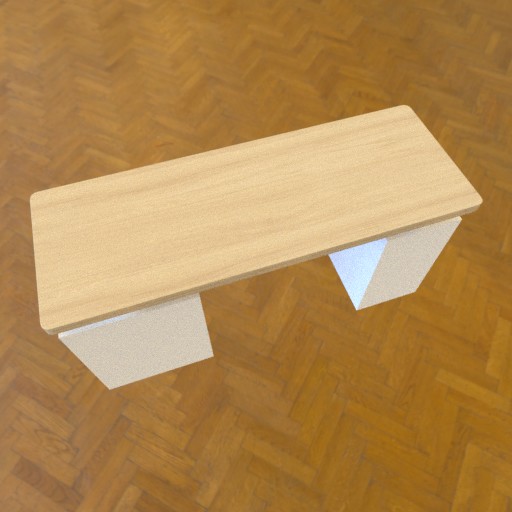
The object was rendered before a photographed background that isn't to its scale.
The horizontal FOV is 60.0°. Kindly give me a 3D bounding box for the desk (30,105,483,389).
[{"bbox_3d":[0.000,0.000,1.869,1.500,0.755,0.550,-16,59,-10],"label":"desk"}]
